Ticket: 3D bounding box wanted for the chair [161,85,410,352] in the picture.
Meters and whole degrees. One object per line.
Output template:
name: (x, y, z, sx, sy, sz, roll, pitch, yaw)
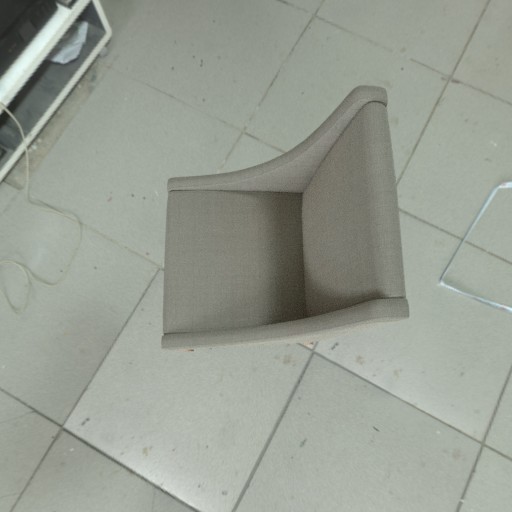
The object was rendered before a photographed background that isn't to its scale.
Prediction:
chair: (0.000, 0.000, 1.417, 0.611, 1.021, 0.575, -1, 75, 0)
